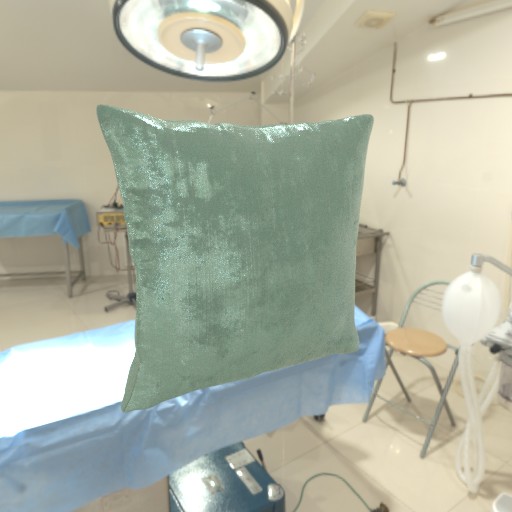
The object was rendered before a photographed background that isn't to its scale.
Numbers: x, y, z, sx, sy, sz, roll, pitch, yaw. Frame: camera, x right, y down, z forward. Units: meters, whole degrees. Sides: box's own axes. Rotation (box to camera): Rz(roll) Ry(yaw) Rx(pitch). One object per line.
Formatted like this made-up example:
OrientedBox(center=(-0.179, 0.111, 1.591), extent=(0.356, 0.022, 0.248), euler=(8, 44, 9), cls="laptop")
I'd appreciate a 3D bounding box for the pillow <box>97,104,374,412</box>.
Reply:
OrientedBox(center=(0.000, 0.000, 0.735), extent=(0.470, 0.464, 0.175), euler=(-8, 18, -27), cls="pillow")
